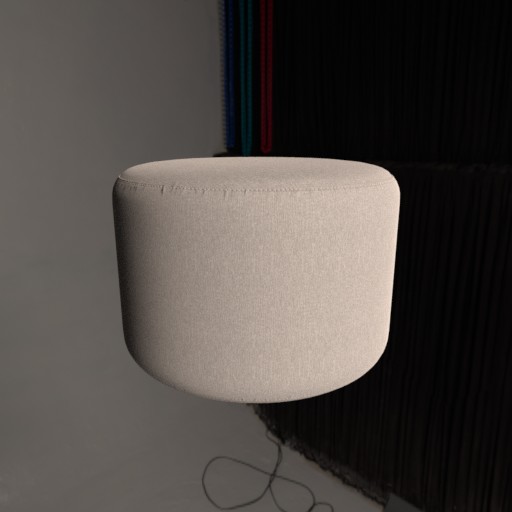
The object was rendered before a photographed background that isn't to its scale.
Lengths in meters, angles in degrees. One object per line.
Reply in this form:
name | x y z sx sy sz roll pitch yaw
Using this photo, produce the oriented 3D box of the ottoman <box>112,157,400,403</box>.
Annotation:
ottoman | 0.000 0.000 1.017 0.608 0.433 0.608 0 15 0
